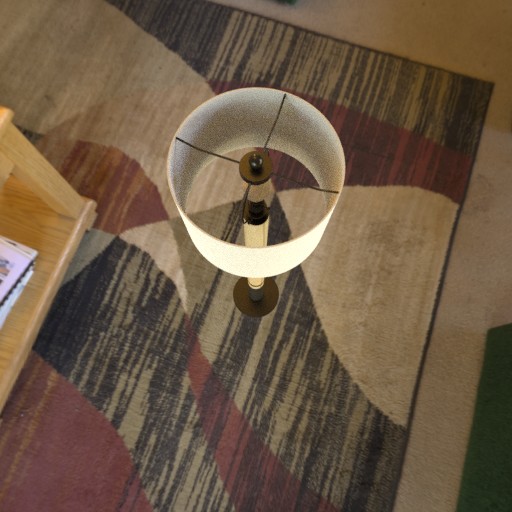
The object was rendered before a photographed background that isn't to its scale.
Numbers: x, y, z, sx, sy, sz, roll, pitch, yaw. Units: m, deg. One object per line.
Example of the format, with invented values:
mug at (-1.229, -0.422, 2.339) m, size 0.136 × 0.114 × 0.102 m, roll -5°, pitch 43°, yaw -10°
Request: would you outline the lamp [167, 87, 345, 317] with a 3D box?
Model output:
lamp at (0.000, 0.000, 1.634) m, size 0.381 × 1.478 × 0.381 m, roll 1°, pitch 74°, yaw 0°
